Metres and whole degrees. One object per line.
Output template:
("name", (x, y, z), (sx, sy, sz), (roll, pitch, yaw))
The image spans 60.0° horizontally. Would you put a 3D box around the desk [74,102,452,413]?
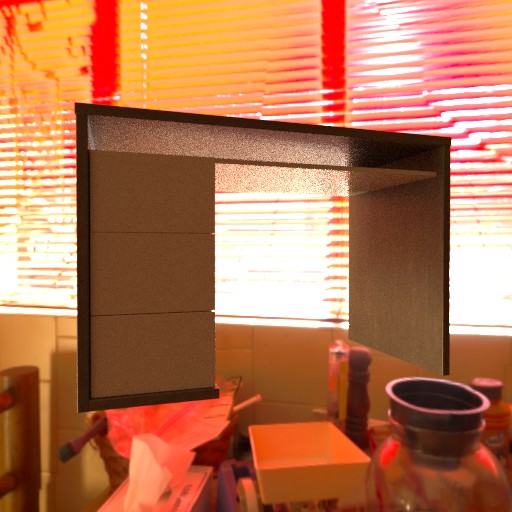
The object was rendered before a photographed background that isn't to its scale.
("desk", (0.000, 0.000, 1.515), (1.100, 0.750, 0.600), (0, 1, -17))
